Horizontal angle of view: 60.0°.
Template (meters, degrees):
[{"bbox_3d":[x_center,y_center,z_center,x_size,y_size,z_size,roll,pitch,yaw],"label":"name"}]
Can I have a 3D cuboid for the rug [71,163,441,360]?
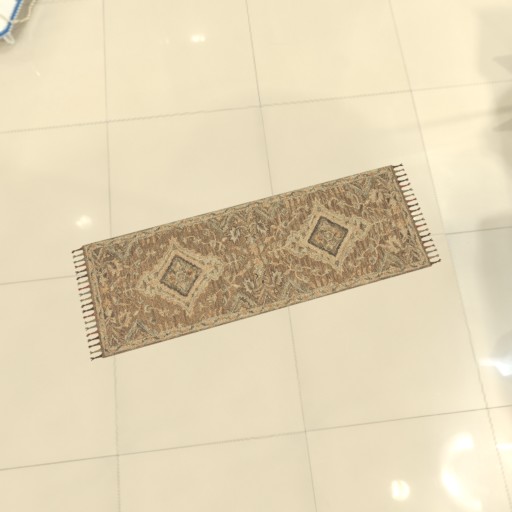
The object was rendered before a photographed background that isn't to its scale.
[{"bbox_3d":[0.000,0.000,2.847,2.378,0.018,1.324,0,75,0],"label":"rug"}]
